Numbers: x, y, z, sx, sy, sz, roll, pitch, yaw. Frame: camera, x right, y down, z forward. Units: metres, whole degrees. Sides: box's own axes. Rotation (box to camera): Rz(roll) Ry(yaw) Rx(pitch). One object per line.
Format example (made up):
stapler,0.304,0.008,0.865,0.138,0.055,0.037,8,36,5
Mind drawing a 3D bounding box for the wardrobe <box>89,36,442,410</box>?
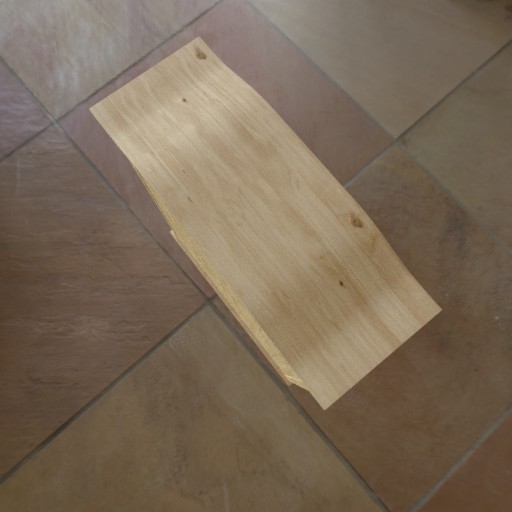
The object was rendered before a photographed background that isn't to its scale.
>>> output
wardrobe,0.000,0.000,2.563,0.570,1.870,1.500,-37,79,-8
